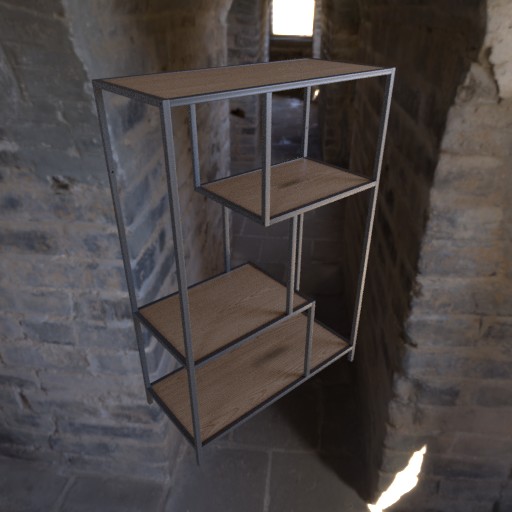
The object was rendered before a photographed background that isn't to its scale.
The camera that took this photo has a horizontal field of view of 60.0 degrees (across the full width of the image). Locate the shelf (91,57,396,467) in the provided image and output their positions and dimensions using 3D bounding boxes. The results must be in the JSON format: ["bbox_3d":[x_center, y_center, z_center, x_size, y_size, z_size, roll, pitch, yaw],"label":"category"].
[{"bbox_3d":[0.000,0.000,1.479,0.770,1.138,0.350,-23,37,-34],"label":"shelf"}]
